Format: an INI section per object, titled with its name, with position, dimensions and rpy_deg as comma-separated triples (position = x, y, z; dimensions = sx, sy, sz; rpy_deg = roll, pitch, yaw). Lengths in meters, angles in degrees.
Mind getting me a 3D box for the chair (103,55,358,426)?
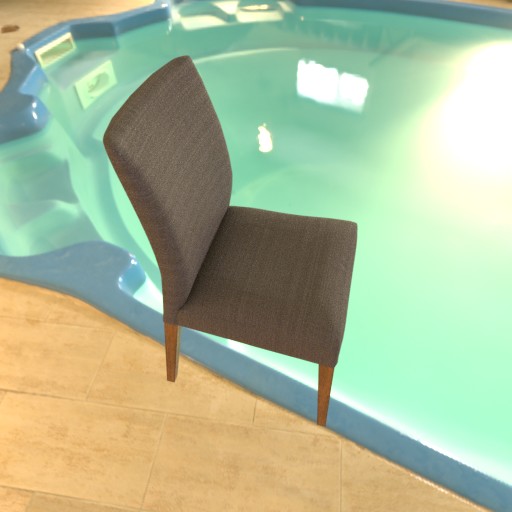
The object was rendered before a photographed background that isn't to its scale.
[chair]
position = 0.000, 0.000, 1.288
dimensions = 0.585, 0.940, 0.496
rpy_deg = 11, 48, 10
